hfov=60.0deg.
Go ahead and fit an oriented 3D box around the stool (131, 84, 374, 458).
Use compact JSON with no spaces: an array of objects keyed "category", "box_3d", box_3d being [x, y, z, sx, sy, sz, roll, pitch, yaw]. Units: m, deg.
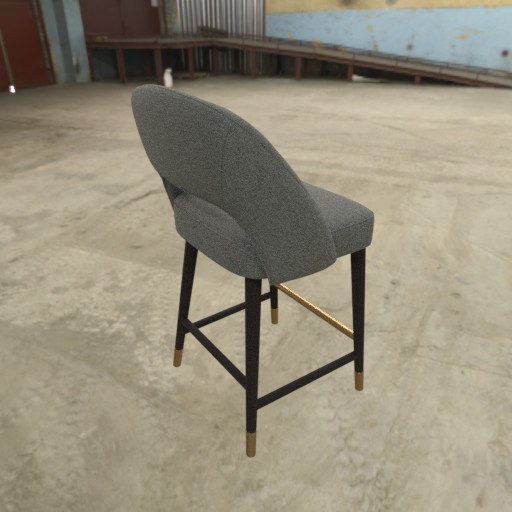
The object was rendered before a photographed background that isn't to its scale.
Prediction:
[{"category":"stool","box_3d":[0.000,0.000,1.243,0.524,0.925,0.536,-18,32,-31]}]
